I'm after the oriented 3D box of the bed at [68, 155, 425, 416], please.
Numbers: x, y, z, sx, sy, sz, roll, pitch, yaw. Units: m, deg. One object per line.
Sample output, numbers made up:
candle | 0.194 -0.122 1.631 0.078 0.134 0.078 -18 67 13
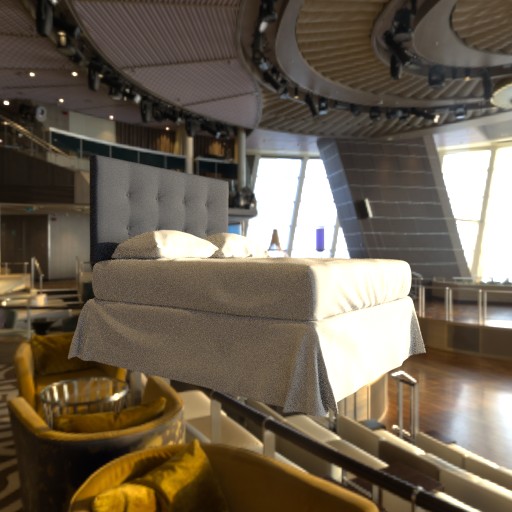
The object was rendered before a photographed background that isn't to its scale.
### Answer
bed | 0.000 0.000 3.519 2.222 1.577 1.936 0 1 36
